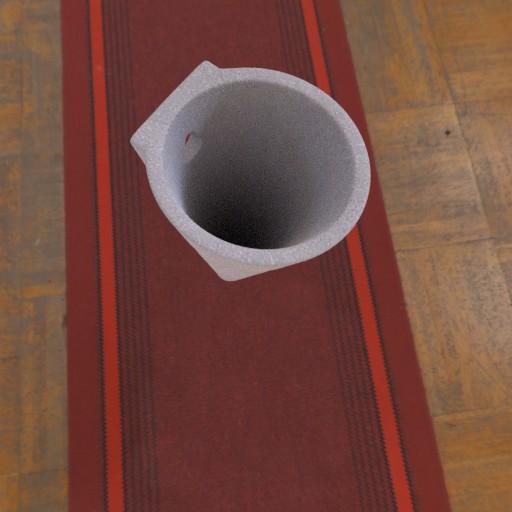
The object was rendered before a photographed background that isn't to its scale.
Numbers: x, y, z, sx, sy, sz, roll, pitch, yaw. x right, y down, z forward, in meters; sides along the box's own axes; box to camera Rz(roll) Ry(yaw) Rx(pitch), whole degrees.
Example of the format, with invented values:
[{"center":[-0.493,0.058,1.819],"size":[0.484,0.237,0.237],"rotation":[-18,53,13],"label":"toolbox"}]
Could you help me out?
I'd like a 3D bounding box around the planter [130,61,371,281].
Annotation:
[{"center":[0.000,0.000,0.287],"size":[0.087,0.259,0.078],"rotation":[36,77,10],"label":"planter"}]
